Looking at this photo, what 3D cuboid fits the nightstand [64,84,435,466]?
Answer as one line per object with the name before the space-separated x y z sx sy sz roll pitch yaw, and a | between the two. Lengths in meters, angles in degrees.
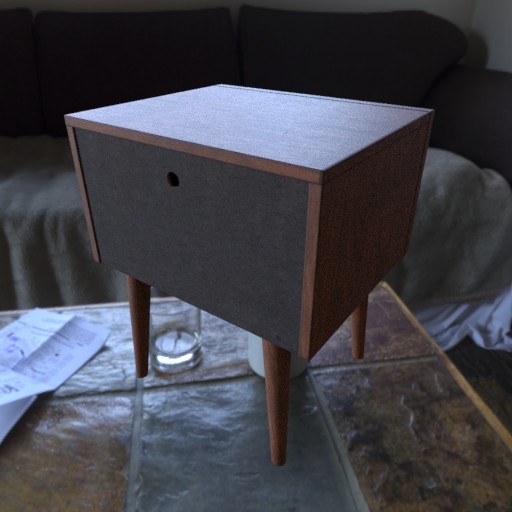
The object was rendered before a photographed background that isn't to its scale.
nightstand | 0.000 0.000 0.960 0.521 0.607 0.445 20 35 31
